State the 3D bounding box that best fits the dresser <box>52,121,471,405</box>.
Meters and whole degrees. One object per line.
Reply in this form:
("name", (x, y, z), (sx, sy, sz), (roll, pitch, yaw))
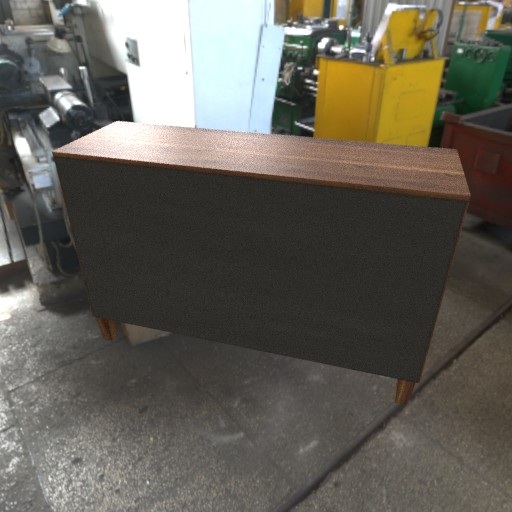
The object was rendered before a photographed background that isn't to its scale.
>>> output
("dresser", (0.000, 0.000, 1.824), (1.387, 0.892, 0.438), (9, 33, 14))
